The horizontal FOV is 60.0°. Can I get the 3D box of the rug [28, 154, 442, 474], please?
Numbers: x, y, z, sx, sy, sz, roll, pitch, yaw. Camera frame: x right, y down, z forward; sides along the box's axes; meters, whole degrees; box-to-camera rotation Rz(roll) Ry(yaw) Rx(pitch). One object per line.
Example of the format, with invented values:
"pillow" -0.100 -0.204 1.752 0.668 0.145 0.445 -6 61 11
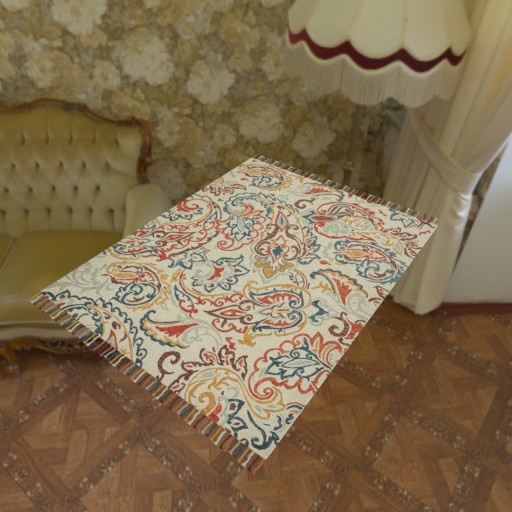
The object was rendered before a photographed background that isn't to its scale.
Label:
"rug" 0.000 0.000 4.236 2.439 0.015 3.274 26 47 27
